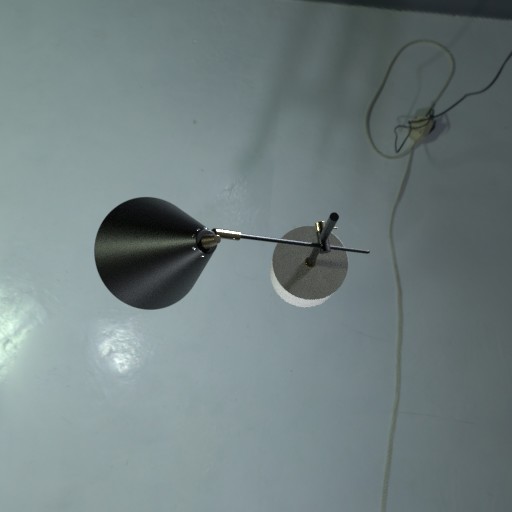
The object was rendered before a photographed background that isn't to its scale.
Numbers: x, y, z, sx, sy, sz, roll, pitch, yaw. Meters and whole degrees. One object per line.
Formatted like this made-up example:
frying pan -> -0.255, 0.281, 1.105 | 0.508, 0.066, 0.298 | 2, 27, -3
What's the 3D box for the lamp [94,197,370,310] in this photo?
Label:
lamp -> 0.000, 0.000, 0.718 | 0.403, 0.518, 0.214 | 3, 76, 1
